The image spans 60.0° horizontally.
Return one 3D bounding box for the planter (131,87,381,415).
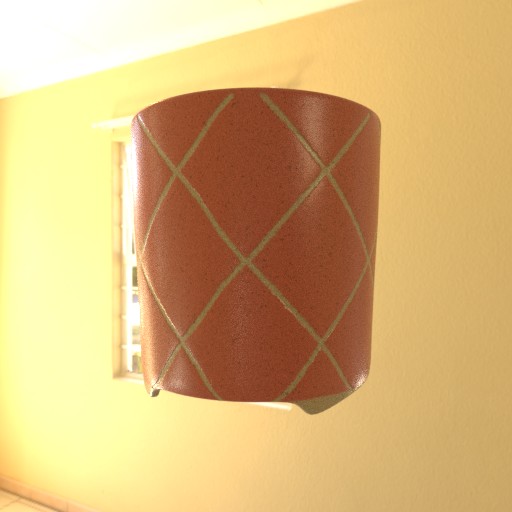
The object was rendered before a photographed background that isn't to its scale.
[{"bbox_3d":[0.000,0.000,0.419,0.227,0.235,0.227,0,0,0],"label":"planter"}]
